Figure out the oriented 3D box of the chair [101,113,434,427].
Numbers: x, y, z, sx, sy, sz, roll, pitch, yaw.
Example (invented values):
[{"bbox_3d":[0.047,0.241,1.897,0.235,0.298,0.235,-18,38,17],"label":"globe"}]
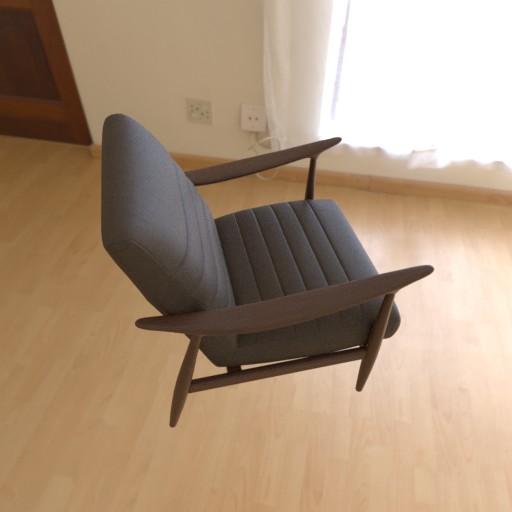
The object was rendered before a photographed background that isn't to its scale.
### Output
[{"bbox_3d":[0.000,0.000,1.448,0.798,0.831,0.741,-10,46,-9],"label":"chair"}]
